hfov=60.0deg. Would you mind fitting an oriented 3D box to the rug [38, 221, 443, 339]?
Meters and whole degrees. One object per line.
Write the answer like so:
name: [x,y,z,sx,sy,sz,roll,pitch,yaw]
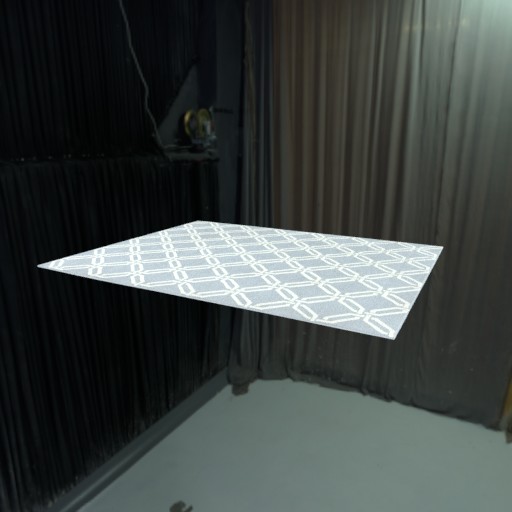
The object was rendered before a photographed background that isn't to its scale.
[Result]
rug: [0.000,0.000,3.987,2.895,0.018,2.288,8,17,27]
